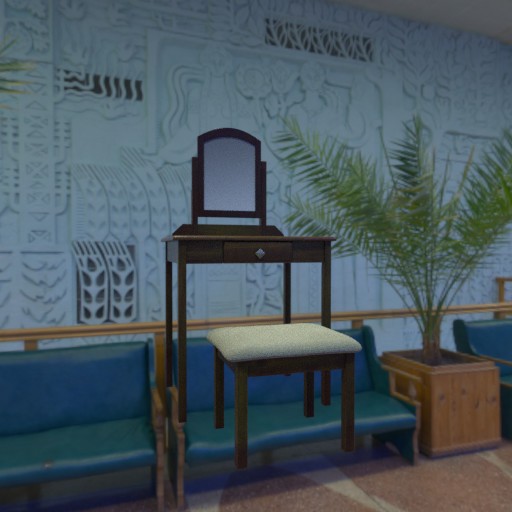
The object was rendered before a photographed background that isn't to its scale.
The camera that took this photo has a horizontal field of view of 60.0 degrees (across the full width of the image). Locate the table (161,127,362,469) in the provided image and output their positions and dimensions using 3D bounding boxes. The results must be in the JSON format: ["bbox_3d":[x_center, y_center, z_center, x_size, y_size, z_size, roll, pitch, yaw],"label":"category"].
[{"bbox_3d":[0.000,0.000,2.328,0.876,1.631,1.211,0,1,-17],"label":"table"}]
